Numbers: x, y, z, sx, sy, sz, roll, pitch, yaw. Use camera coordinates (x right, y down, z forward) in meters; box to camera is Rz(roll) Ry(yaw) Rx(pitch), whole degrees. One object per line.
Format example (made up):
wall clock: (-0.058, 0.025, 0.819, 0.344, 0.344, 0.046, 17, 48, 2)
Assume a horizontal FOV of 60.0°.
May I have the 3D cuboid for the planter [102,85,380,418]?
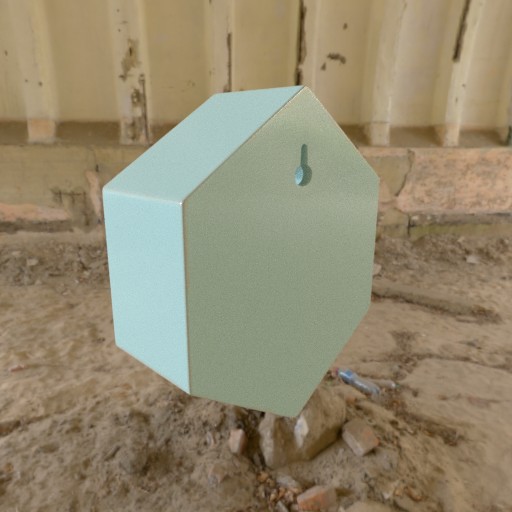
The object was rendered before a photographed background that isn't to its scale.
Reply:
planter: (0.000, 0.000, 0.293, 0.169, 0.207, 0.078, -14, 21, -43)
